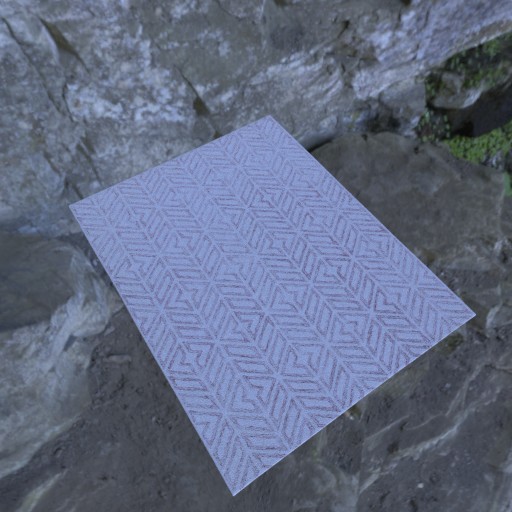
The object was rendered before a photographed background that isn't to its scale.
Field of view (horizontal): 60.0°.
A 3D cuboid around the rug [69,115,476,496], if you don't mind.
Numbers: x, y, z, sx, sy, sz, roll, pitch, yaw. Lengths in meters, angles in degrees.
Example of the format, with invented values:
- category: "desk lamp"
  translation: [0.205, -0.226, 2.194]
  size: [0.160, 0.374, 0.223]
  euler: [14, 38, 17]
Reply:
- category: "rug"
  translation: [0.000, 0.000, 4.053]
  size: [2.421, 0.008, 3.045]
  euler: [-29, 62, -18]
